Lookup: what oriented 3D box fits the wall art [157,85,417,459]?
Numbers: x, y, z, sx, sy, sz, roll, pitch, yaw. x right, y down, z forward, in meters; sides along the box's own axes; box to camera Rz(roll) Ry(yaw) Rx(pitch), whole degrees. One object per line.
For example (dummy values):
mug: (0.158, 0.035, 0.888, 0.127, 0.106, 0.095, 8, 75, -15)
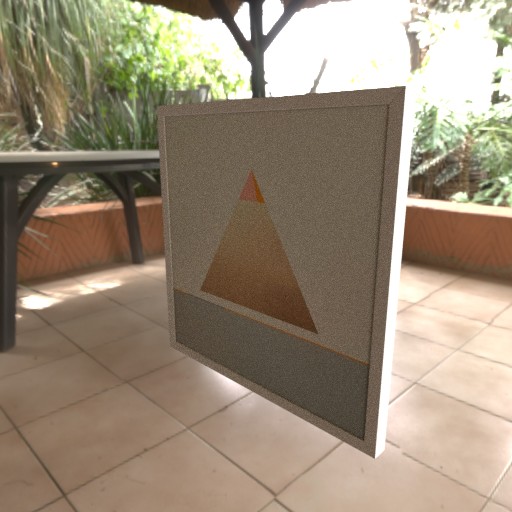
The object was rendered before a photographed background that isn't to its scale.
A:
wall art: (0.000, 0.000, 1.141, 0.768, 0.765, 0.041, 14, 21, 43)
